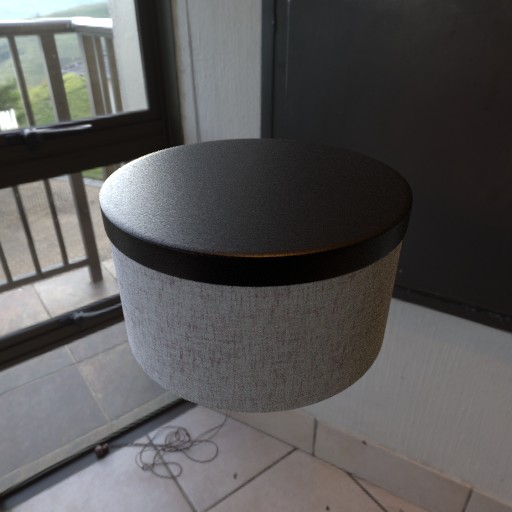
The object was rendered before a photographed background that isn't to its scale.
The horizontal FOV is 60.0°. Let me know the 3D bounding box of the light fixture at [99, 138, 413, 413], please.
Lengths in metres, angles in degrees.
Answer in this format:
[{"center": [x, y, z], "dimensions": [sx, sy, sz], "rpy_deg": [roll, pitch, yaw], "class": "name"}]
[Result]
[{"center": [0.000, 0.000, 0.631], "dimensions": [0.389, 0.229, 0.389], "rpy_deg": [0, 31, 0], "class": "light fixture"}]
